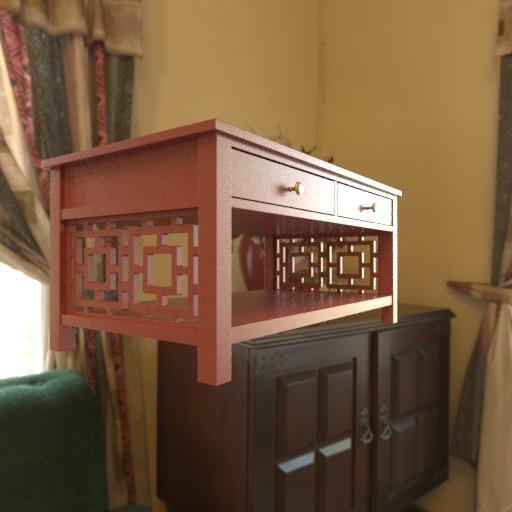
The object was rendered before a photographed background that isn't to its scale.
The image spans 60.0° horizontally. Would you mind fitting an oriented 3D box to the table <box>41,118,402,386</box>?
[{"bbox_3d":[0.000,0.000,1.409,0.612,0.493,1.068,0,-1,36],"label":"table"}]
